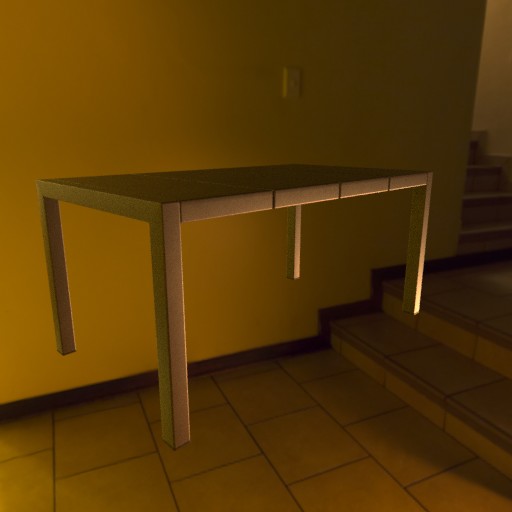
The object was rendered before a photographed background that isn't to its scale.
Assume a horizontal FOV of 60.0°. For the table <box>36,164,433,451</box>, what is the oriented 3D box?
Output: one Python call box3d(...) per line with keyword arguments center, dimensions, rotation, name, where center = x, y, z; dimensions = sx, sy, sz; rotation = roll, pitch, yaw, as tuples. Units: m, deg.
box3d(center=(0.000, 0.000, 1.275), dimensions=(0.965, 0.460, 0.559), rotation=(-14, 21, -42), name="table")
